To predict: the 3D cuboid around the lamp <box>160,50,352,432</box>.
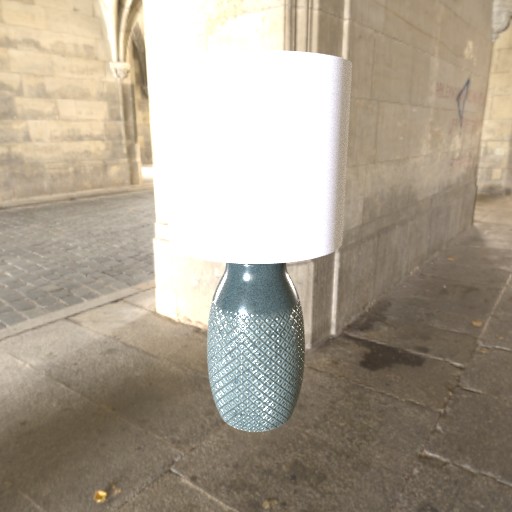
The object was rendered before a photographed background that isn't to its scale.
[{"bbox_3d":[0.000,0.000,0.571,0.217,0.453,0.217,-3,16,-9],"label":"lamp"}]
